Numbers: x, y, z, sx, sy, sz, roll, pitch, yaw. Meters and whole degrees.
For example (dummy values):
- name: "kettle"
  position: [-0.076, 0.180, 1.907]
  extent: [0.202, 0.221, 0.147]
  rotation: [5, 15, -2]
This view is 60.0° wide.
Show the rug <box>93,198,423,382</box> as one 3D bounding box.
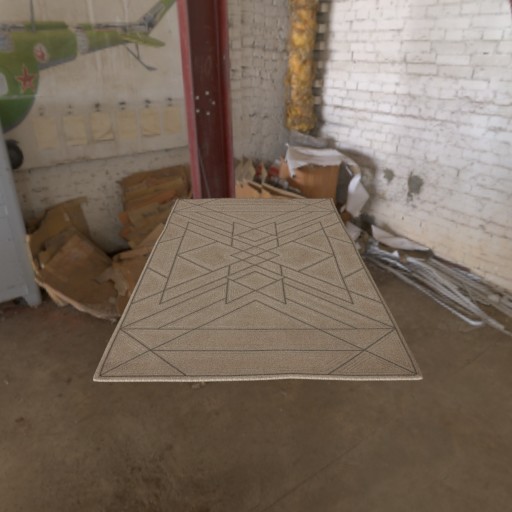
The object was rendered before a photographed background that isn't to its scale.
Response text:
- name: "rug"
  position: [0.000, 0.000, 1.070]
  extent: [0.511, 0.008, 0.869]
  rotation: [0, 26, 0]
